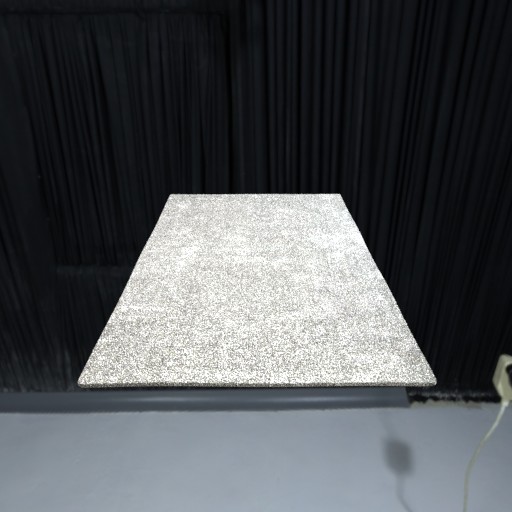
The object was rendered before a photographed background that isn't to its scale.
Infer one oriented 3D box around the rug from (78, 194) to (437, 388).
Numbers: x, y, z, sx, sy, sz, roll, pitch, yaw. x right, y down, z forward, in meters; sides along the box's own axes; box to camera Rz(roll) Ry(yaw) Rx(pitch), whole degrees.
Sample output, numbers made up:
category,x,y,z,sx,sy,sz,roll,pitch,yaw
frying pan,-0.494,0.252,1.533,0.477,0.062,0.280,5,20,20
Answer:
category,x,y,z,sx,sy,sz,roll,pitch,yaw
rug,0.000,0.000,2.885,1.502,0.025,2.350,0,27,0
